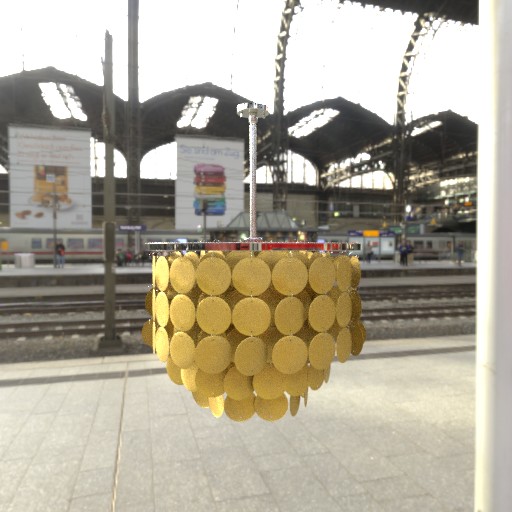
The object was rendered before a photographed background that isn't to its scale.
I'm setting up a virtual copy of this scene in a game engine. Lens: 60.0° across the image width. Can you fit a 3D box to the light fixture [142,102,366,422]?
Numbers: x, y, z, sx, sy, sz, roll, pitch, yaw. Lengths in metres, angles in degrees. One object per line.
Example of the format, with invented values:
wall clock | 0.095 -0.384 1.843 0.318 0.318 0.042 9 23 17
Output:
light fixture | 0.000 0.000 0.743 0.368 0.492 0.368 0 1 0
